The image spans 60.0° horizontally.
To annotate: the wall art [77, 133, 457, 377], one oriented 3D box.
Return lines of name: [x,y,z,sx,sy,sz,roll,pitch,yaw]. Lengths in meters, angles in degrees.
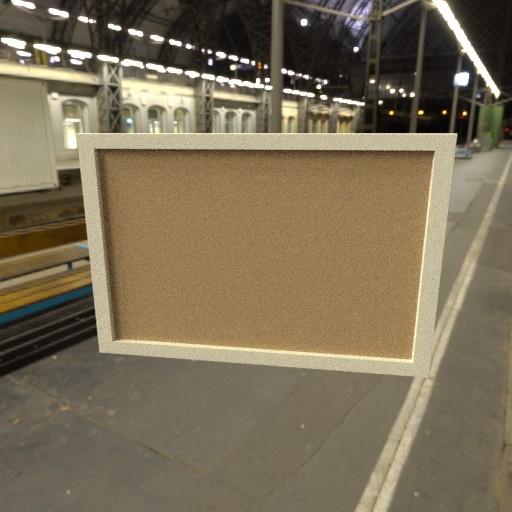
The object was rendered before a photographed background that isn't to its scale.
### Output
wall art: [0.000,0.000,1.440,1.144,0.767,0.038,2,16,8]
